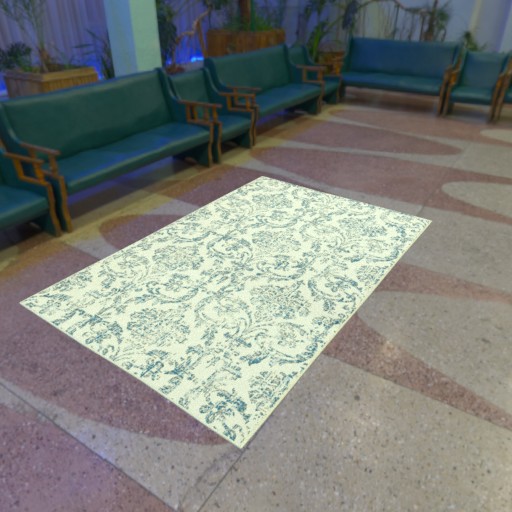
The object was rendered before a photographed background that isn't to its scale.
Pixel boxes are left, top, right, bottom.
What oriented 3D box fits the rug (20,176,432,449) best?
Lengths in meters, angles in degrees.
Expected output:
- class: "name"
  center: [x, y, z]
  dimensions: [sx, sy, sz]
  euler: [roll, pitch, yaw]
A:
- class: "rug"
  center: [0.000, 0.000, 3.373]
  dimensions: [1.819, 0.018, 2.746]
  euler: [21, 37, 30]
